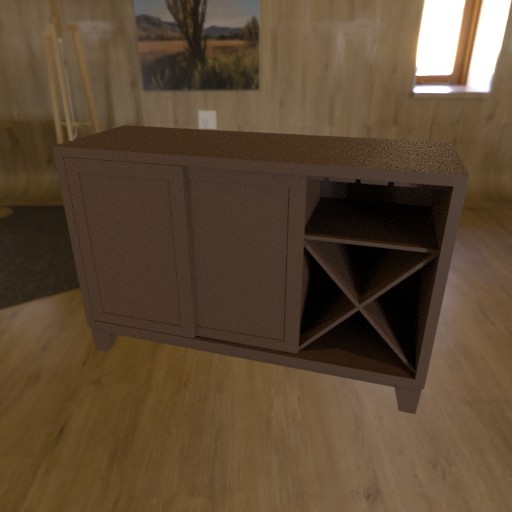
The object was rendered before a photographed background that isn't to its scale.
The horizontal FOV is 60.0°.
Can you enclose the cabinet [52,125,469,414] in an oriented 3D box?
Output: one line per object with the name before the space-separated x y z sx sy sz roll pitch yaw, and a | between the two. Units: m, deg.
cabinet | 0.000 0.000 1.834 1.396 0.914 0.482 7 26 15
